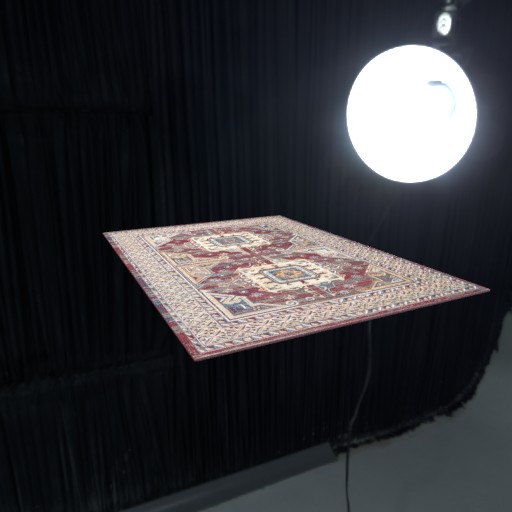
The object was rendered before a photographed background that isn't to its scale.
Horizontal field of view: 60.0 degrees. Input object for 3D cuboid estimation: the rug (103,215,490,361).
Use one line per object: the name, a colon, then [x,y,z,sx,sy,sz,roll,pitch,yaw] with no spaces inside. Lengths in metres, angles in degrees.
rug: [0.000,0.000,2.894,1.599,0.011,2.210,-8,18,-25]
